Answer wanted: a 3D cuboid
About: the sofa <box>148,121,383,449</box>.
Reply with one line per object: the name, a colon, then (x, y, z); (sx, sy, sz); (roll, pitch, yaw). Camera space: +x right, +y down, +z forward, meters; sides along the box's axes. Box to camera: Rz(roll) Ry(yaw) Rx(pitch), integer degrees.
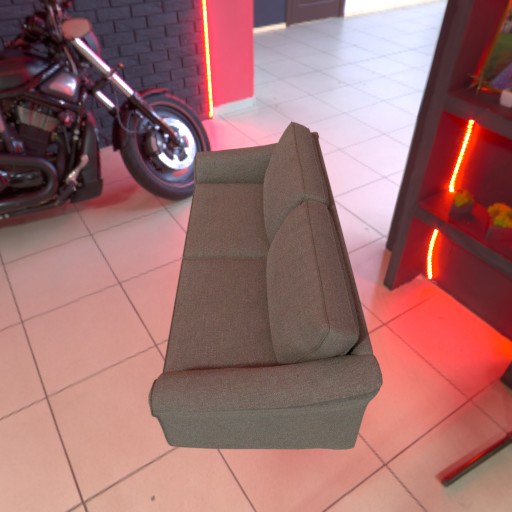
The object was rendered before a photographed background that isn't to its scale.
sofa: (0.000, 0.000, 2.760); (0.986, 0.906, 2.270); (0, 41, -1)
